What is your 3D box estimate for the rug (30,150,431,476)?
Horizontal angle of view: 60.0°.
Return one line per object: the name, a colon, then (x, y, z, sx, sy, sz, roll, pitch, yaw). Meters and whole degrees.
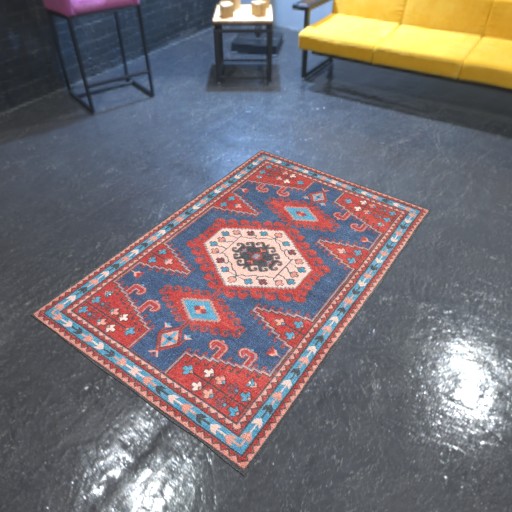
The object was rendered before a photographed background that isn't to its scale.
rug: (0.000, 0.000, 2.277, 1.207, 0.012, 1.820, 26, 48, 25)
